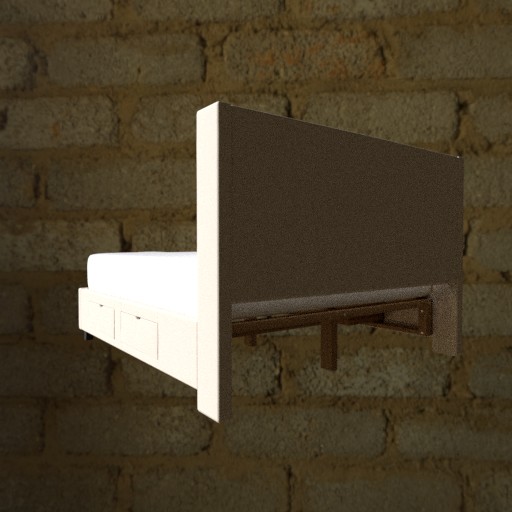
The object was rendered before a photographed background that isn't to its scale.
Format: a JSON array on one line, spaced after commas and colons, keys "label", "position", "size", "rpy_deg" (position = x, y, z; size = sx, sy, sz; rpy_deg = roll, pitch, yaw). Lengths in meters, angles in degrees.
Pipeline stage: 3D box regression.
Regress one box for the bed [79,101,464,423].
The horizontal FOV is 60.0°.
[{"label": "bed", "position": [0.000, 0.000, 3.555], "size": [2.145, 1.471, 2.293], "rpy_deg": [-1, 2, -37]}]
